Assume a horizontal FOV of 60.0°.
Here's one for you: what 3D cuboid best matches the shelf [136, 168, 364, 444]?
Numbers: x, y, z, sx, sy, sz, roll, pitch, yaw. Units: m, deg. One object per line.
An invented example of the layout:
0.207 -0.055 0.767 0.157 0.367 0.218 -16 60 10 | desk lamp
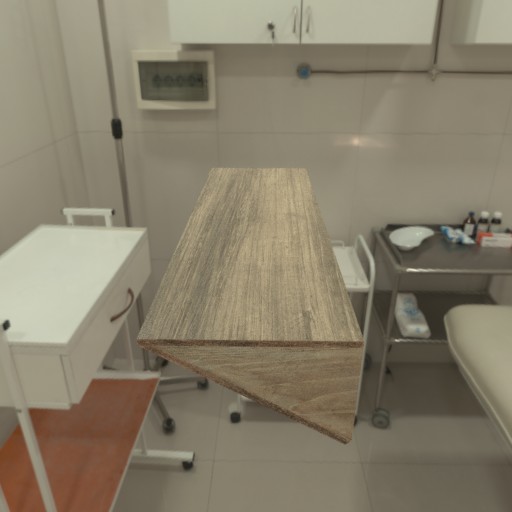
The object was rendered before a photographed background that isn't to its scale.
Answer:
0.000 0.000 0.690 0.200 0.125 0.610 0 25 1 | shelf
